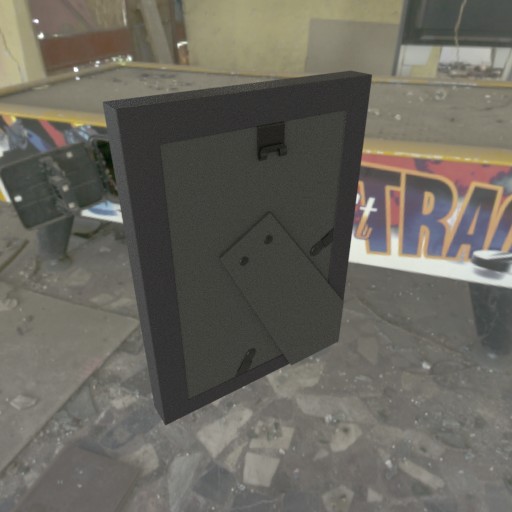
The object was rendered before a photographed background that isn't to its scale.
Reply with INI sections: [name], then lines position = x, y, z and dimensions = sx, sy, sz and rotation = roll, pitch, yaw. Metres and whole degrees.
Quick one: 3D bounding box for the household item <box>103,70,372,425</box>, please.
[household item]
position = 0.000, 0.000, 0.245
dimensions = 0.133, 0.178, 0.022
rotation = -19, 36, -28
